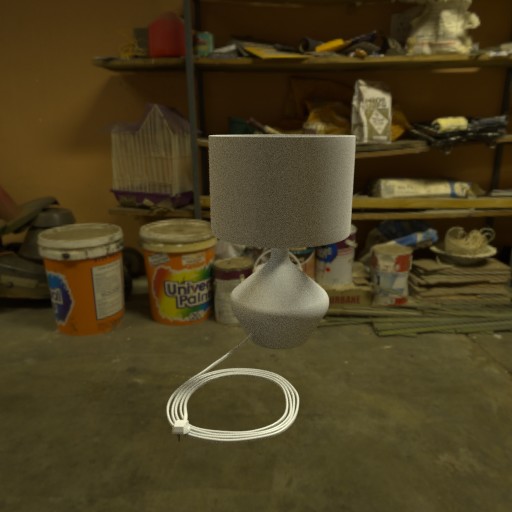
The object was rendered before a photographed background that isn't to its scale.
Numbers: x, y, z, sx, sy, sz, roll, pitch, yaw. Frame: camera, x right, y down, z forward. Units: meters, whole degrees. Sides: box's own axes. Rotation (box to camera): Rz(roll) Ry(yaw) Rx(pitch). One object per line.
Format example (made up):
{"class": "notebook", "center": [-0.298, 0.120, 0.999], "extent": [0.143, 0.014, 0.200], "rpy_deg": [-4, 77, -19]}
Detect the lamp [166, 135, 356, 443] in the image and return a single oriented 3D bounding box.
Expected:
{"class": "lamp", "center": [0.000, 0.000, 0.877], "extent": [0.546, 0.457, 0.401], "rpy_deg": [-15, 22, -42]}
